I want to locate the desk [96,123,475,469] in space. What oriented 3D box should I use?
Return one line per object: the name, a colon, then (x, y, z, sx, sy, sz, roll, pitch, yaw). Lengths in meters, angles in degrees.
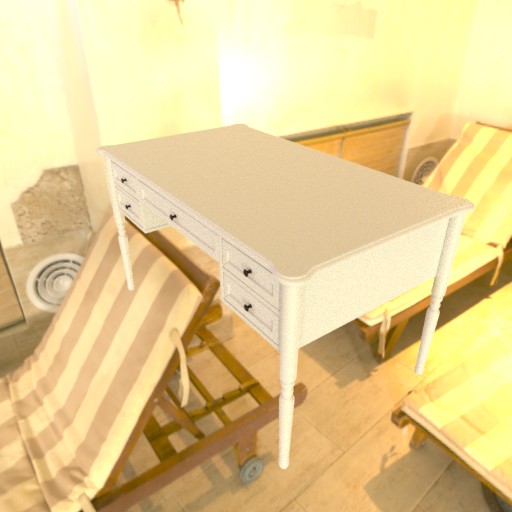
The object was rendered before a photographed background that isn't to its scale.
desk: (0.000, 0.000, 1.895, 0.807, 0.762, 1.380, -20, 35, -31)
